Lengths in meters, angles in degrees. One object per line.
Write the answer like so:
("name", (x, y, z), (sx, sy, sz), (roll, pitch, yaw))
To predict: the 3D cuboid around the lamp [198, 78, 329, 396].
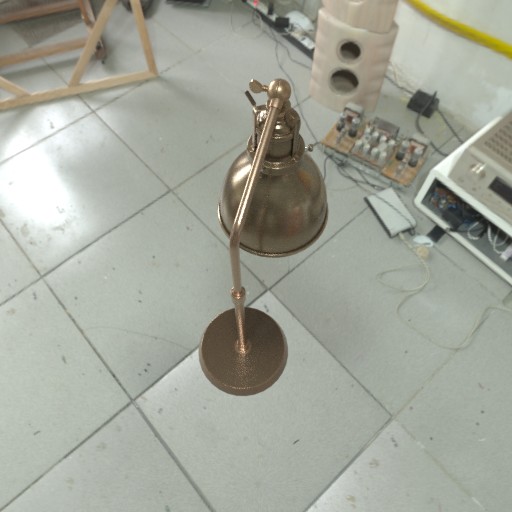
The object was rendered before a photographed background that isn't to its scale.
("lamp", (0.000, 0.000, 0.584), (0.153, 0.456, 0.286), (17, 64, 9))
